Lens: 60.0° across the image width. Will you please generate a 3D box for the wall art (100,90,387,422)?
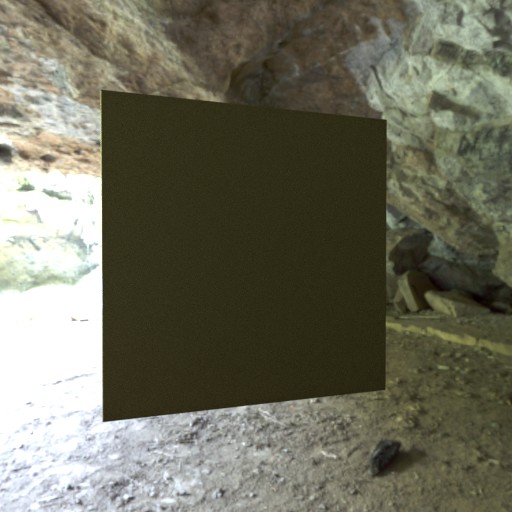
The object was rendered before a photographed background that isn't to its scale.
[{"bbox_3d":[0.000,0.000,0.765,0.503,0.506,0.031,0,1,-18],"label":"wall art"}]
